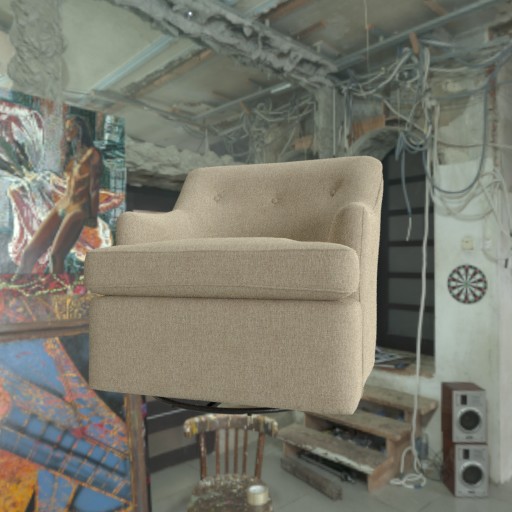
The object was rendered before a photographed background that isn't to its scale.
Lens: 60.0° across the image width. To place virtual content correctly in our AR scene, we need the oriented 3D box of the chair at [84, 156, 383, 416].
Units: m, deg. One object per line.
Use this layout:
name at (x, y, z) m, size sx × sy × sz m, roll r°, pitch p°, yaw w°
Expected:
chair at (0.000, 0.000, 1.588) m, size 0.864 × 0.856 × 0.923 m, roll 0°, pitch -1°, yaw 18°
